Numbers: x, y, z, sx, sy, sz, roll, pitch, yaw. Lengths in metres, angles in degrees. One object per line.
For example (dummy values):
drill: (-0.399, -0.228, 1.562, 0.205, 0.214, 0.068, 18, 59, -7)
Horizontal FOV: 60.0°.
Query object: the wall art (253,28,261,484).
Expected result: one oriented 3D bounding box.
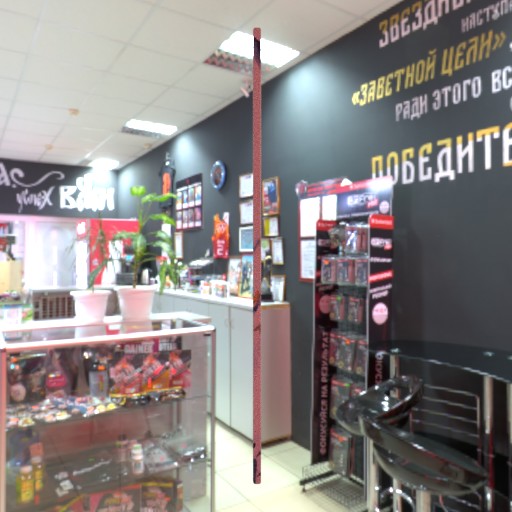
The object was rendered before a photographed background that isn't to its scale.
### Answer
wall art: (0.000, 0.000, 1.188, 0.016, 0.914, 0.610, 0, 0, 0)
